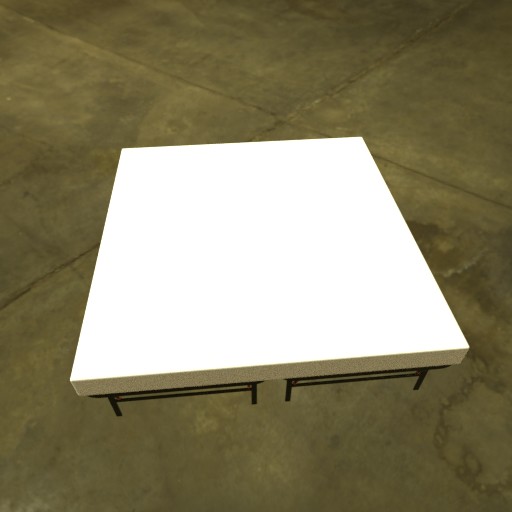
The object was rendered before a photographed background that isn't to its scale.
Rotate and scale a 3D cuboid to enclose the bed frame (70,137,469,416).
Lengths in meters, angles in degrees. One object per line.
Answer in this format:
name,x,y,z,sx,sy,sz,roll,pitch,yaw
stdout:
bed frame,0.000,0.000,3.034,1.930,0.559,2.032,-4,45,-4
